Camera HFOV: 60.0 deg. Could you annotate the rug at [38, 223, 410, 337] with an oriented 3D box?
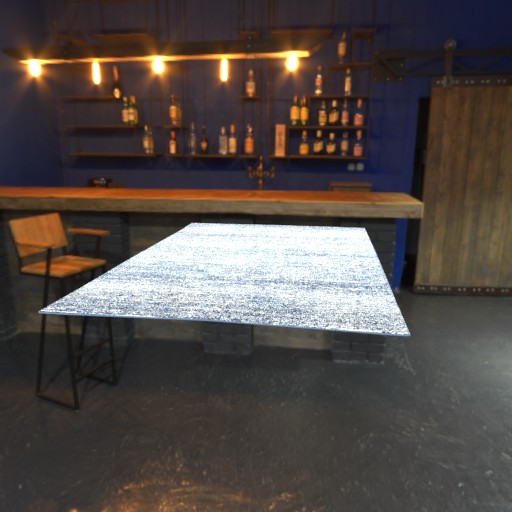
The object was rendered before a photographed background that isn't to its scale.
[{"bbox_3d":[0.000,0.000,3.003,1.624,0.030,2.349,2,14,9],"label":"rug"}]
